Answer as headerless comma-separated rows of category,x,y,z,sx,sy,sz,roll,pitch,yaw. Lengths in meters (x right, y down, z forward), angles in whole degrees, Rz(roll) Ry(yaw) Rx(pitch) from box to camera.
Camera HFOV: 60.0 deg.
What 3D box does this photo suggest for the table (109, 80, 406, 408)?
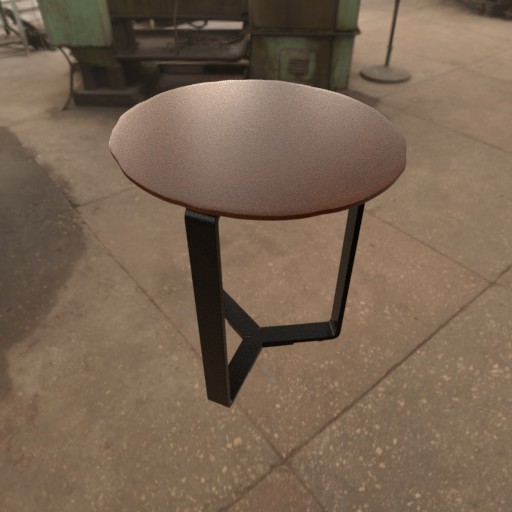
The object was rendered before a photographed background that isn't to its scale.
table,0.000,0.000,0.750,0.380,0.450,0.410,-26,47,-27
